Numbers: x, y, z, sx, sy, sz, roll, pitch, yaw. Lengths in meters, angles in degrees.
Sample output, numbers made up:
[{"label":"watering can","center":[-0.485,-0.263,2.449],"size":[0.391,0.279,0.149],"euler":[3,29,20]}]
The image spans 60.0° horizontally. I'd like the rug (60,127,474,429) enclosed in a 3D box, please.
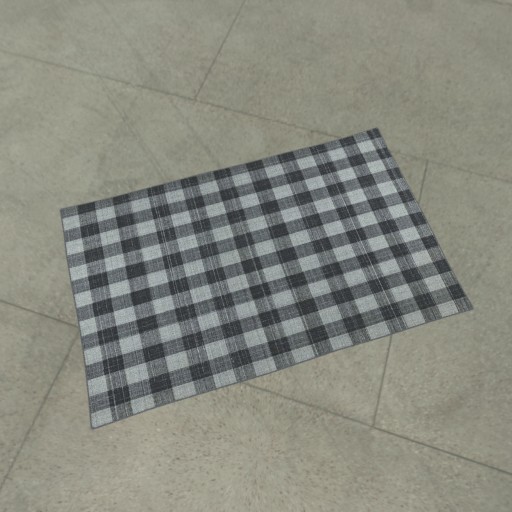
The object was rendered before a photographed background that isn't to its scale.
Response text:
[{"label":"rug","center":[0.000,0.000,3.019],"size":[2.476,0.011,1.554],"euler":[-16,67,-7]}]
